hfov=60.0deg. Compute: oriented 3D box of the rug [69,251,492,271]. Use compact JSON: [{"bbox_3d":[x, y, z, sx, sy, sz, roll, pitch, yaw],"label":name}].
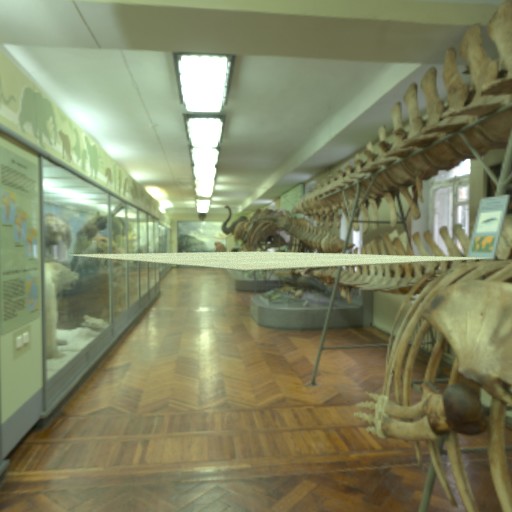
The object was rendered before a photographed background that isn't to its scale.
[{"bbox_3d":[0.000,0.000,4.019,2.448,0.021,3.051,-1,2,-37],"label":"rug"}]
